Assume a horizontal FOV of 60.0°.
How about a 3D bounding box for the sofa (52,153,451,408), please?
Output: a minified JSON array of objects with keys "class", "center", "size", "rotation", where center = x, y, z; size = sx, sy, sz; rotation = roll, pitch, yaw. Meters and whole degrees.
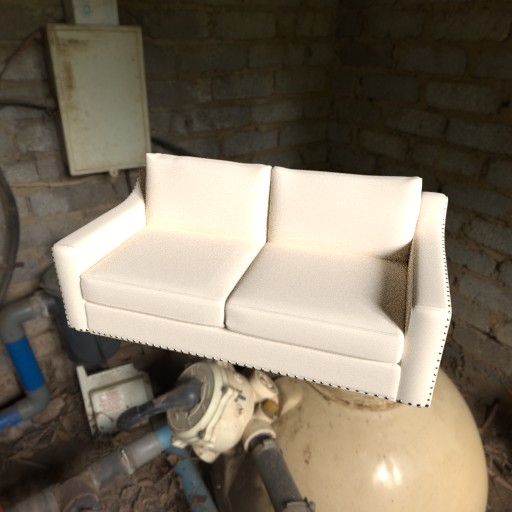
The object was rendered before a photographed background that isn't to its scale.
[{"class":"sofa","center":[0.000,0.000,2.307],"size":[1.812,0.830,0.949],"rotation":[9,29,16]}]
